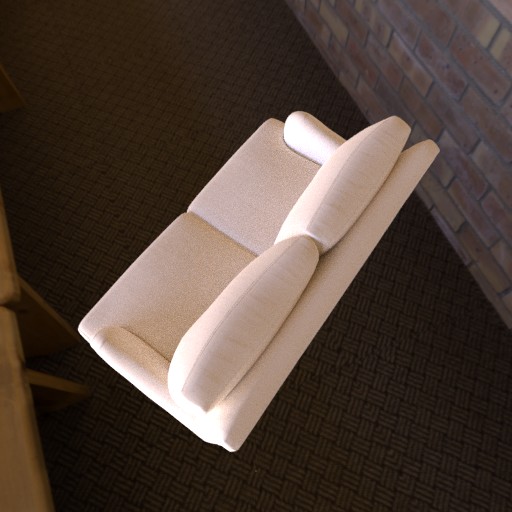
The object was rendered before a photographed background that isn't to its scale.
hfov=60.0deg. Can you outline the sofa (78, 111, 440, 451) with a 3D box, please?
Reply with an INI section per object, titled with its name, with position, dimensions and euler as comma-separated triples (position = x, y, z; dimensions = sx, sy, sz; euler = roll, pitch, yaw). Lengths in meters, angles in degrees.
[sofa]
position = 0.000, 0.000, 2.500
dimensions = 1.084, 1.101, 1.853
euler = 33, 68, 15
